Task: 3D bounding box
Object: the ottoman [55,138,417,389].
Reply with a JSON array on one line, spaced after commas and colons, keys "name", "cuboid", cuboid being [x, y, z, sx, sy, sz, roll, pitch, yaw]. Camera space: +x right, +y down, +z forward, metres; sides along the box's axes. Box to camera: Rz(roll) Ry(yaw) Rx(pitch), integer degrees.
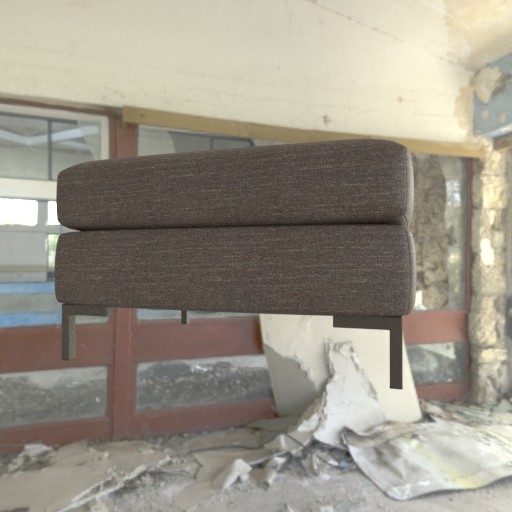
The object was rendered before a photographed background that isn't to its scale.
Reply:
[{"name": "ottoman", "cuboid": [0.000, 0.000, 1.218, 0.820, 0.490, 0.671, 0, 0, 18]}]
